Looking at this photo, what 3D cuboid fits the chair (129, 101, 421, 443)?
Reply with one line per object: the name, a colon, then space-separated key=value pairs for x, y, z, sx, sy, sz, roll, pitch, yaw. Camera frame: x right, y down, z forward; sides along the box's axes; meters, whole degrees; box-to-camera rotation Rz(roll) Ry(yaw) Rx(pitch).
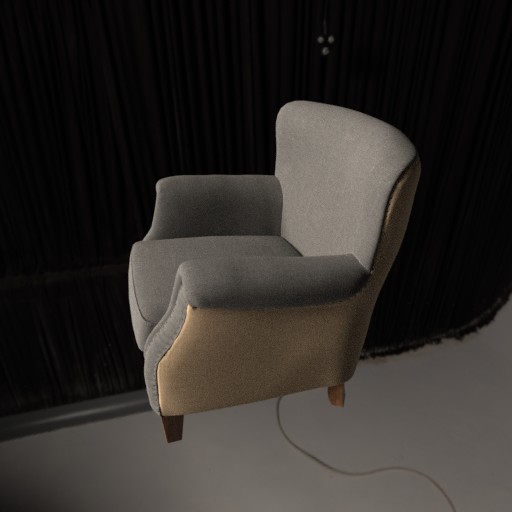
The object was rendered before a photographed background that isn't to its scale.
chair: x=0.000 y=0.000 z=1.606 sx=0.921 sy=0.936 sz=0.861 roll=-8 pitch=31 yaw=-14
